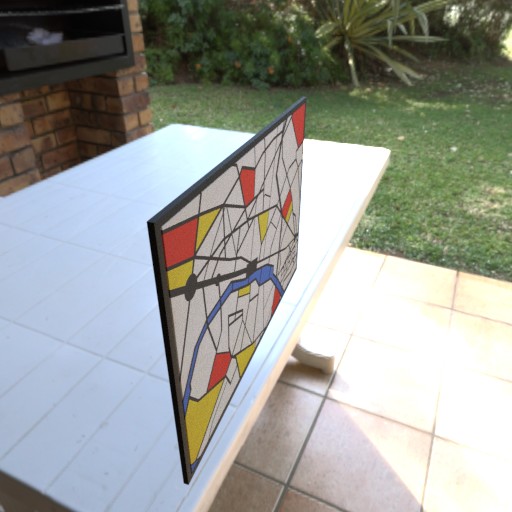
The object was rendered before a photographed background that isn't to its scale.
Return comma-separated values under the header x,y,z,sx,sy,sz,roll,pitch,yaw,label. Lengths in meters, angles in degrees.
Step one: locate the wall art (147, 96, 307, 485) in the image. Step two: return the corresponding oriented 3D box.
x,y,z,sx,sy,sz,roll,pitch,yaw,label
0.000,0.000,1.227,0.013,0.665,0.963,10,32,16,wall art
